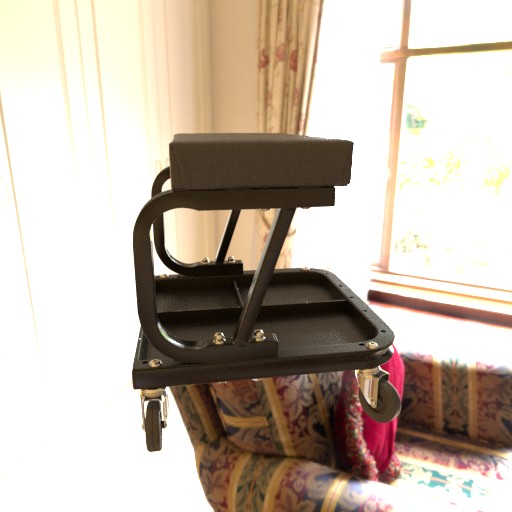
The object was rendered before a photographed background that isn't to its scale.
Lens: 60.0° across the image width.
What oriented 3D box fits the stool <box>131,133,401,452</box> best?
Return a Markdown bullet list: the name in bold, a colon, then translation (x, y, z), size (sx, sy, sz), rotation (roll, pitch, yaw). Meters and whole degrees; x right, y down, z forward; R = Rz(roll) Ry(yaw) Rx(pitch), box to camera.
- **stool**: translation (0.000, 0.000, 0.722), size (0.371, 0.380, 0.446), rotation (-3, 17, -9)
